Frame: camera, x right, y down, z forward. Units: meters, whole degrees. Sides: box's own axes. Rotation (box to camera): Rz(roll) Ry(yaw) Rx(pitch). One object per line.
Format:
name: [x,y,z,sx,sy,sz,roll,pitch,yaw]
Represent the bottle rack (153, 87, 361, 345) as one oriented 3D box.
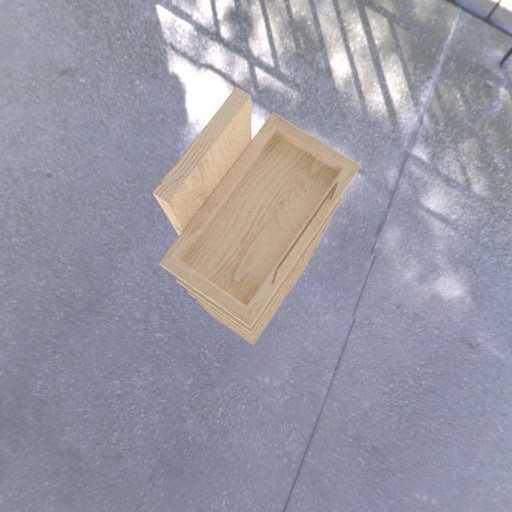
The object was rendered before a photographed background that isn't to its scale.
bottle rack: [0.000,0.000,1.069,0.206,0.943,0.330,34,79,8]
